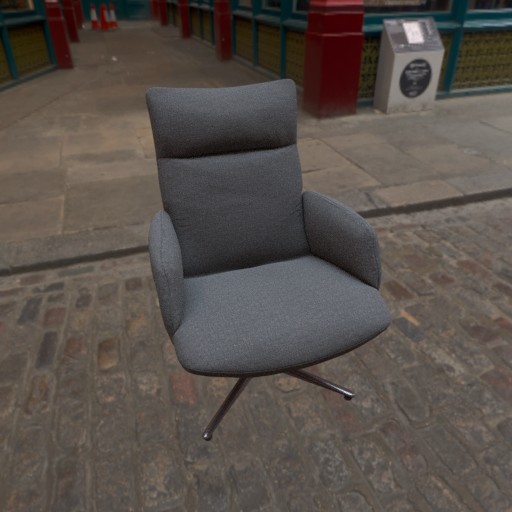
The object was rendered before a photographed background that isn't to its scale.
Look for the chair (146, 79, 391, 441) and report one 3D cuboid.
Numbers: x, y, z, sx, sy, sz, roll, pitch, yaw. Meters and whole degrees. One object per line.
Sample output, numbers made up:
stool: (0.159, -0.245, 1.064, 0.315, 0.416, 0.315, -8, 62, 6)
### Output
chair: (0.000, 0.000, 1.500, 0.702, 0.984, 0.831, -10, 33, -16)
